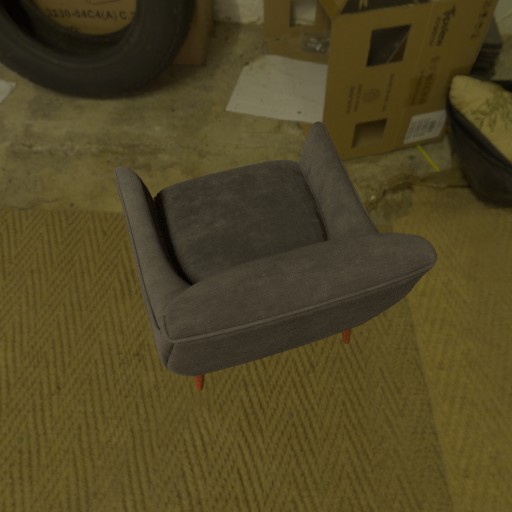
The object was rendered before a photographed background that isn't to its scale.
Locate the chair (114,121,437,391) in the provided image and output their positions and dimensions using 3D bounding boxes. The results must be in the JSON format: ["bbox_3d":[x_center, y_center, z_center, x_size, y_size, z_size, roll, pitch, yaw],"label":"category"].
[{"bbox_3d":[0.000,0.000,1.456,0.762,0.838,0.787,-15,59,-10],"label":"chair"}]
